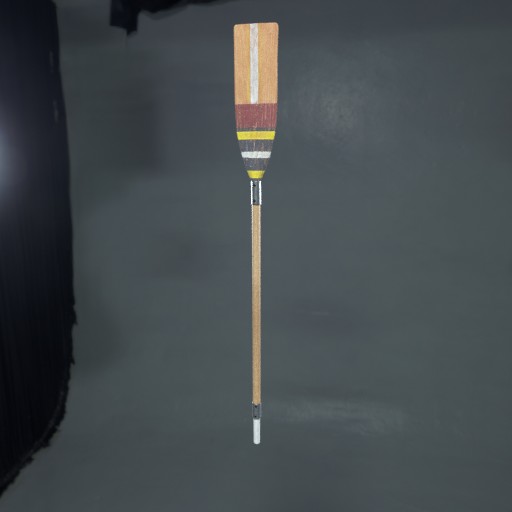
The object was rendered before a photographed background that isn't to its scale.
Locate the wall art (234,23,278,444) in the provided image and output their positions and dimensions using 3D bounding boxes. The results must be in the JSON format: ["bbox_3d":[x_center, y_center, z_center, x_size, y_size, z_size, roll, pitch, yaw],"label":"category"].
[{"bbox_3d":[0.000,0.000,1.624,0.146,1.556,0.038,2,13,8],"label":"wall art"}]
